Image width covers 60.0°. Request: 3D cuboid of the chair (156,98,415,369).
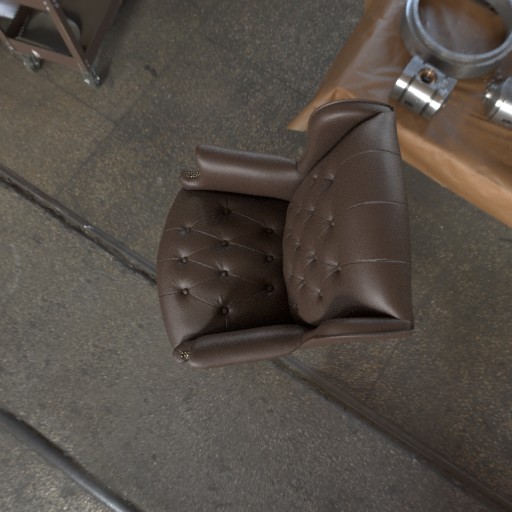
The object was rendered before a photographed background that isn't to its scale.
[{"bbox_3d":[0.000,0.000,1.678,0.819,1.132,0.829,0,76,0],"label":"chair"}]
